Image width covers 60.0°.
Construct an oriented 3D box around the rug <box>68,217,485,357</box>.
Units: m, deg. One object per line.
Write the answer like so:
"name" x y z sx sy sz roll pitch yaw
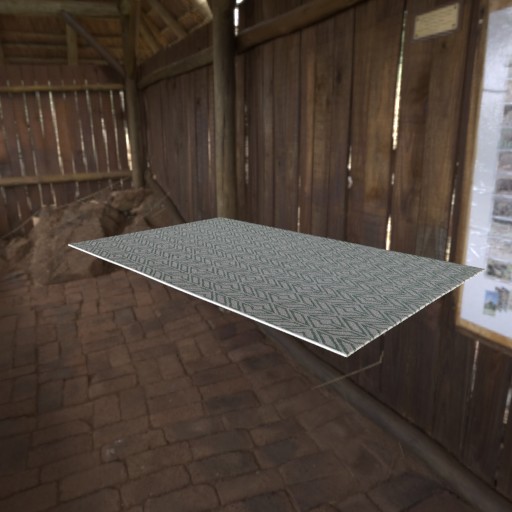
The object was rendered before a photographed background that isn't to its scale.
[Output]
"rug" 0.000 0.000 3.005 2.435 0.011 1.517 15 21 42
